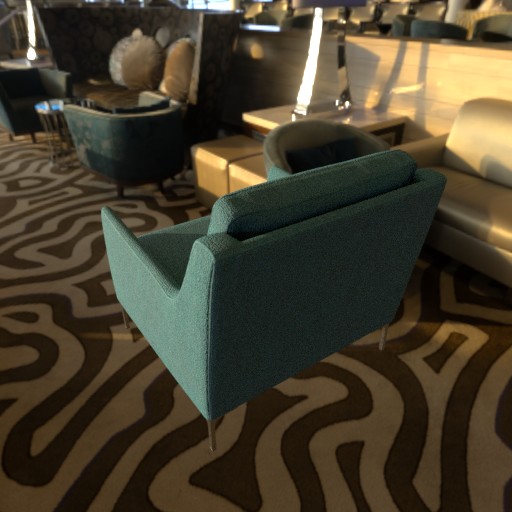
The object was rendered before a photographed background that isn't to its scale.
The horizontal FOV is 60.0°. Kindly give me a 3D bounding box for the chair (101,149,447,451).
[{"bbox_3d":[0.000,0.000,1.590,0.847,0.828,0.849,-20,36,-30],"label":"chair"}]
